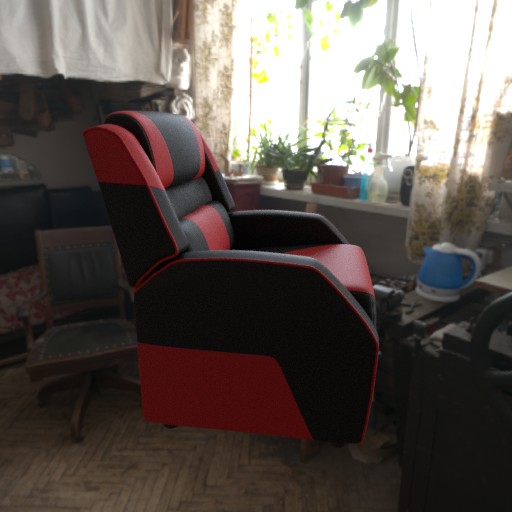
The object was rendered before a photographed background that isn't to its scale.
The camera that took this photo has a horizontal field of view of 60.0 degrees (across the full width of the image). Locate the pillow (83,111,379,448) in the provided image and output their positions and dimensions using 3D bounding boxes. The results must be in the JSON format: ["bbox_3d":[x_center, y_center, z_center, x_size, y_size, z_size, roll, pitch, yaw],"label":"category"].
[{"bbox_3d":[0.000,0.000,1.294,0.672,0.805,0.620,3,17,9],"label":"pillow"}]
